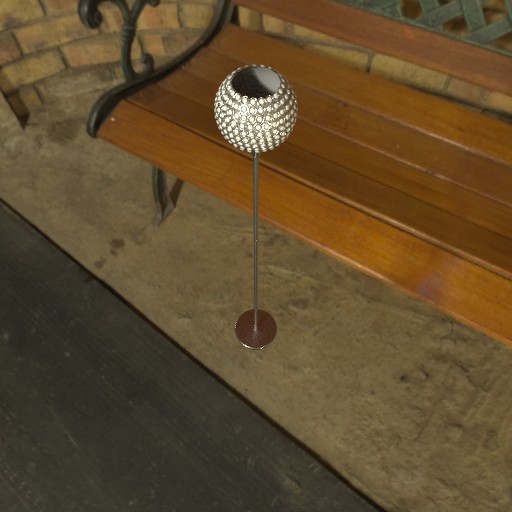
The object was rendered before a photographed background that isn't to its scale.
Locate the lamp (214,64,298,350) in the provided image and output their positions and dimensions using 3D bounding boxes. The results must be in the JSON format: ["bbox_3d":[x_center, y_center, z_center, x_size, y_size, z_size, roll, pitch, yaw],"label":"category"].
[{"bbox_3d":[0.000,0.000,1.923,0.254,1.805,0.254,0,60,0],"label":"lamp"}]
